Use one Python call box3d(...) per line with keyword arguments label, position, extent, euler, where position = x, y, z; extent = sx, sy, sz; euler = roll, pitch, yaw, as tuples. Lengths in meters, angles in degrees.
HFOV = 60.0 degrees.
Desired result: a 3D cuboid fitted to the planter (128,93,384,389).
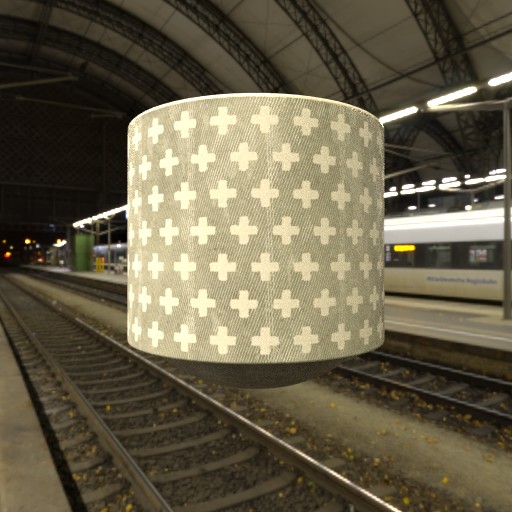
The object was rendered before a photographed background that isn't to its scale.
box3d(label="planter", position=(0.000, 0.000, 0.450), extent=(0.250, 0.239, 0.250), euler=(0, 0, 0))
